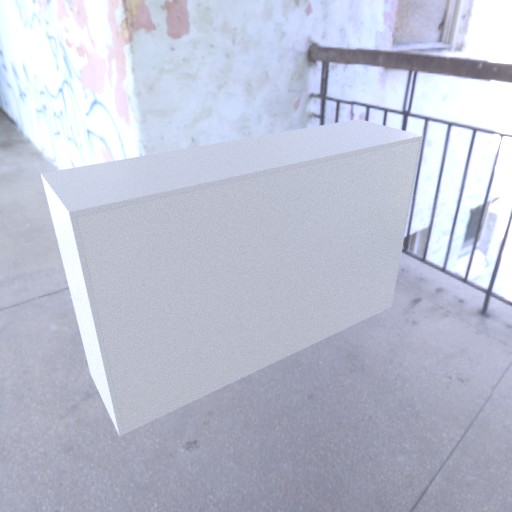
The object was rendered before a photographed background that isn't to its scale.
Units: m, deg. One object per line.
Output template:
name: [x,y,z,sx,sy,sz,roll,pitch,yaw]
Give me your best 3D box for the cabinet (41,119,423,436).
cabinet: [0.000,0.000,1.891,1.450,0.900,0.380,-18,34,-29]
